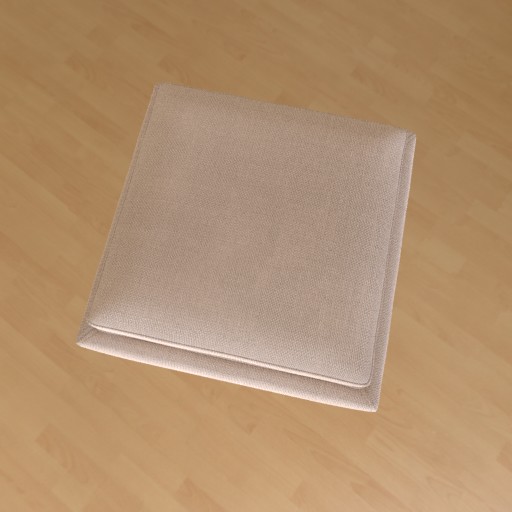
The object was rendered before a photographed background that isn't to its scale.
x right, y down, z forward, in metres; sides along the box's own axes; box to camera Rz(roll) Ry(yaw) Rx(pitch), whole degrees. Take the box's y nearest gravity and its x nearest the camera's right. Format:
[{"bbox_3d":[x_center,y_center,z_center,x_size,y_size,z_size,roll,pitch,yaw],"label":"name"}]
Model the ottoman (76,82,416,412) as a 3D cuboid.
[{"bbox_3d":[0.000,0.000,0.815,0.451,0.460,0.450,12,76,3],"label":"ottoman"}]
